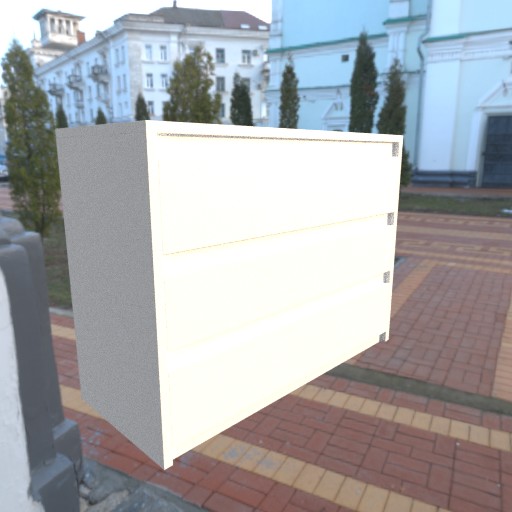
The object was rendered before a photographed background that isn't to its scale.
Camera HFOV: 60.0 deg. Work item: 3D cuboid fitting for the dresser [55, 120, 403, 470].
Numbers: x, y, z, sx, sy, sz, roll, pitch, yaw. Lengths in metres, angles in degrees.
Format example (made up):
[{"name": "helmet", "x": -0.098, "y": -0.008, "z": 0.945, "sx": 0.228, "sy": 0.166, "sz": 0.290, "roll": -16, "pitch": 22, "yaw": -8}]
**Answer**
[{"name": "dresser", "x": 0.000, "y": 0.000, "z": 1.529, "sx": 0.460, "sy": 0.820, "sz": 1.100, "roll": 13, "pitch": 18, "yaw": 43}]
